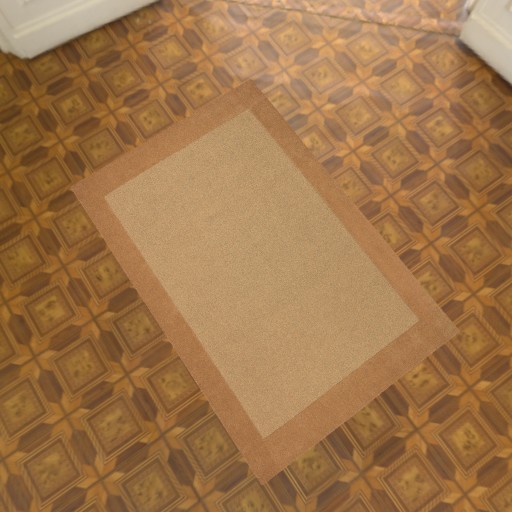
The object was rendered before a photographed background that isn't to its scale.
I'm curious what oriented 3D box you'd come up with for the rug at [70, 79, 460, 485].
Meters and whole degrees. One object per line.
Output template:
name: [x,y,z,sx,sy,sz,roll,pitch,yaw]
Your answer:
rug: [0.000,0.000,2.338,1.219,0.014,1.829,-34,77,-9]
